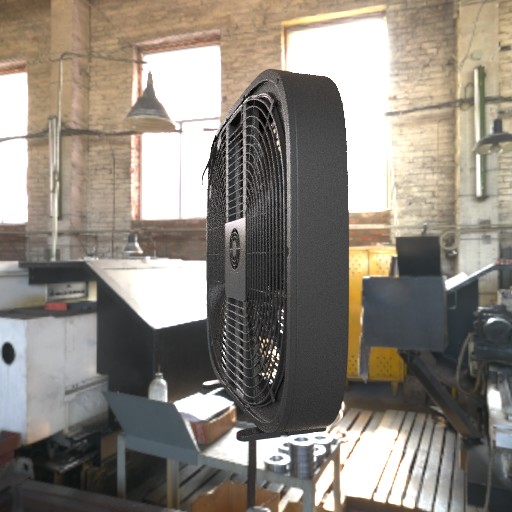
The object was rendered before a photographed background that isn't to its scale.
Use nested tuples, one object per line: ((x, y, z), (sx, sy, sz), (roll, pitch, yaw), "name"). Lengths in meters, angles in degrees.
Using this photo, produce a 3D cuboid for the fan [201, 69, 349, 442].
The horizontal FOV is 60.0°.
((0.000, 0.000, 0.787), (0.142, 0.533, 0.526), (0, 0, -17), "fan")
